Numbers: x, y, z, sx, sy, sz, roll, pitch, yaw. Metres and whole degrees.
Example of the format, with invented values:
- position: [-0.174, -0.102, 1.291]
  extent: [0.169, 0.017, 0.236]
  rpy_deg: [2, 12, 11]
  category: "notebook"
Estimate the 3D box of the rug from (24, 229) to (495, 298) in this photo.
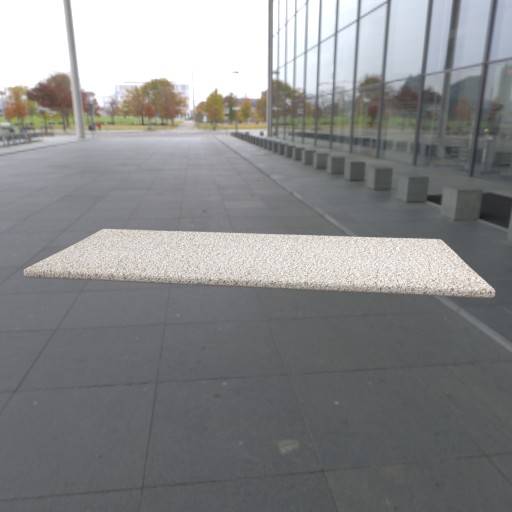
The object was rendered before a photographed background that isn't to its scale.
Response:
- position: [0.000, 0.000, 1.700]
  extent: [1.524, 0.030, 0.609]
  rpy_deg: [2, 17, 7]
  category: "rug"
